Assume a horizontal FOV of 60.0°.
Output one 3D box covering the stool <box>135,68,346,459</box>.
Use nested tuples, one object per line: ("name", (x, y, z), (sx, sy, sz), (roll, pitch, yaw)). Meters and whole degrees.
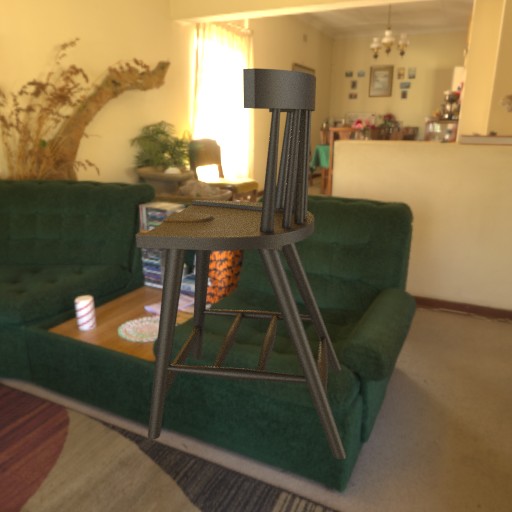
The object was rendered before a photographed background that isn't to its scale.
("stool", (0.000, 0.000, 1.278), (0.549, 0.953, 0.494), (3, 17, 8))
